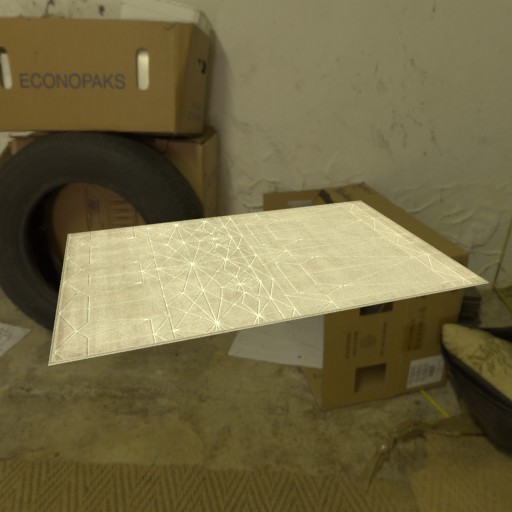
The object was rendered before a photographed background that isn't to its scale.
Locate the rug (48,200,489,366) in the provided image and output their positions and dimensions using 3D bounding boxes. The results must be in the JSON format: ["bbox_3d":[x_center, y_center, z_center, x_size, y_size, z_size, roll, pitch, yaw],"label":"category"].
[{"bbox_3d":[0.000,0.000,2.967,2.438,0.012,1.524,-8,28,-16],"label":"rug"}]
